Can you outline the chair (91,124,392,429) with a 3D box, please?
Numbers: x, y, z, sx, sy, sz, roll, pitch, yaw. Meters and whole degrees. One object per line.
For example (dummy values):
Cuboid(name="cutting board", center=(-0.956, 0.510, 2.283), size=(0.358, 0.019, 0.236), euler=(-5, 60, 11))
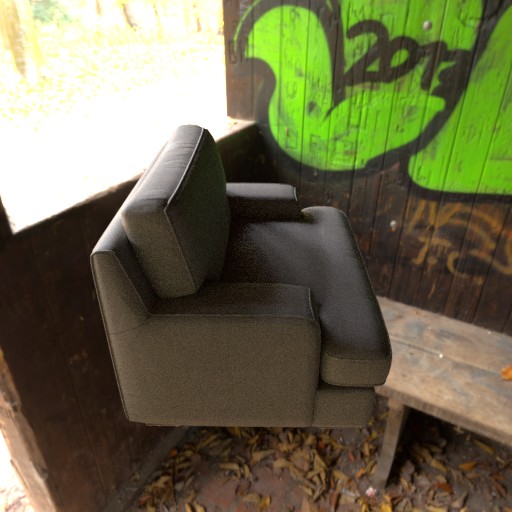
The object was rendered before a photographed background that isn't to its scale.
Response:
Cuboid(name="chair", center=(0.000, 0.000, 2.056), size=(1.043, 0.974, 1.270), euler=(1, 31, 1))
